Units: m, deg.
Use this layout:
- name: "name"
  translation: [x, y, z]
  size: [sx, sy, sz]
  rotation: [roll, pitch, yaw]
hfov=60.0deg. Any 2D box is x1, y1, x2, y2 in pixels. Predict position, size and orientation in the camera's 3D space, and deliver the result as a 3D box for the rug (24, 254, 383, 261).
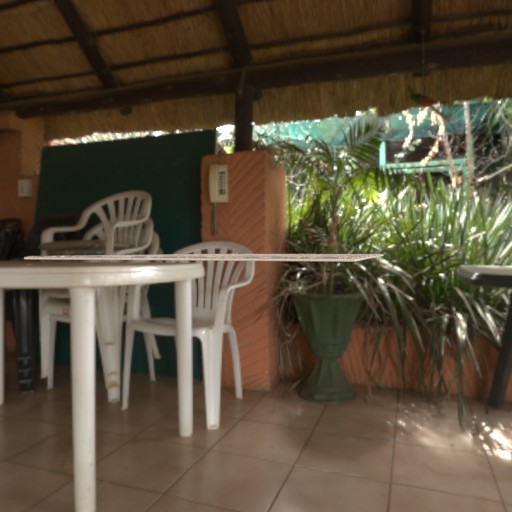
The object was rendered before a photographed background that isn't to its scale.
- name: "rug"
  translation: [0.000, 0.000, 2.313]
  size: [1.206, 0.012, 1.824]
  rotation: [0, 1, 18]
